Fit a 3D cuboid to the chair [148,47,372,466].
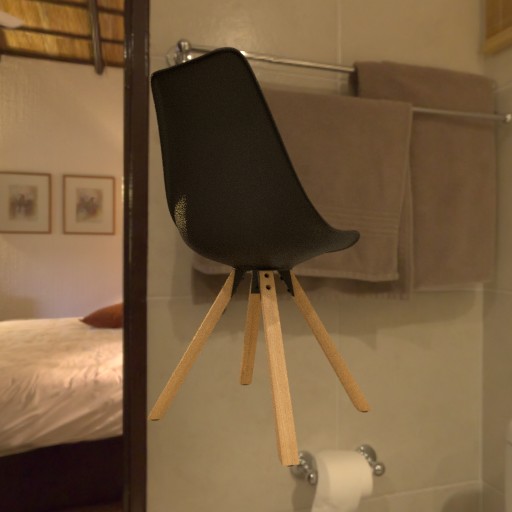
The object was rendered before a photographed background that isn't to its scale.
[{"bbox_3d":[0.000,0.000,1.168,0.485,0.850,0.549,0,1,37],"label":"chair"}]
